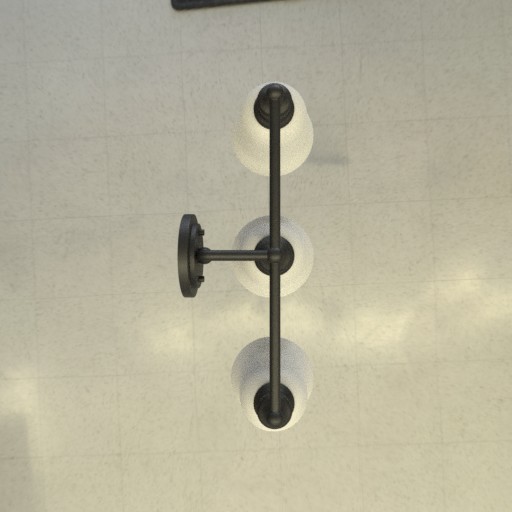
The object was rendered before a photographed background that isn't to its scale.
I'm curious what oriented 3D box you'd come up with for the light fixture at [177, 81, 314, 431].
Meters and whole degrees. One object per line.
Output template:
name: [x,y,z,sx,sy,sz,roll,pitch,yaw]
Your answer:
light fixture: [0.000,0.000,0.673,0.198,0.211,0.570,0,90,1]
